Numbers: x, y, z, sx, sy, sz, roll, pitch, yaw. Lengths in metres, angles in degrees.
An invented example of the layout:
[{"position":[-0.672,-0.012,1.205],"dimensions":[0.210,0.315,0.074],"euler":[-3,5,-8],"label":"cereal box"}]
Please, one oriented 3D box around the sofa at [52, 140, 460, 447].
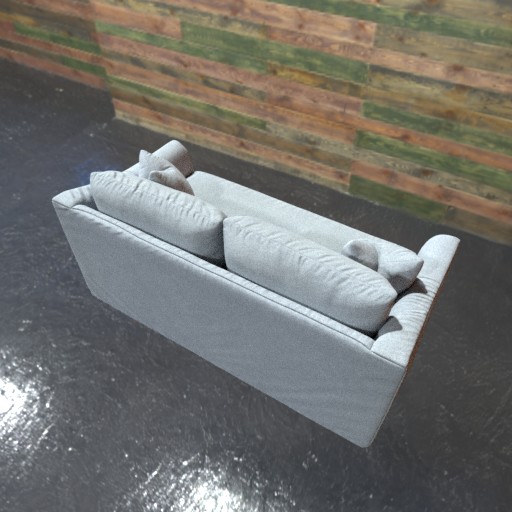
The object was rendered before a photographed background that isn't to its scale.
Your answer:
[{"position":[0.000,0.000,2.612],"dimensions":[2.010,1.018,1.072],"euler":[24,50,21],"label":"sofa"}]
